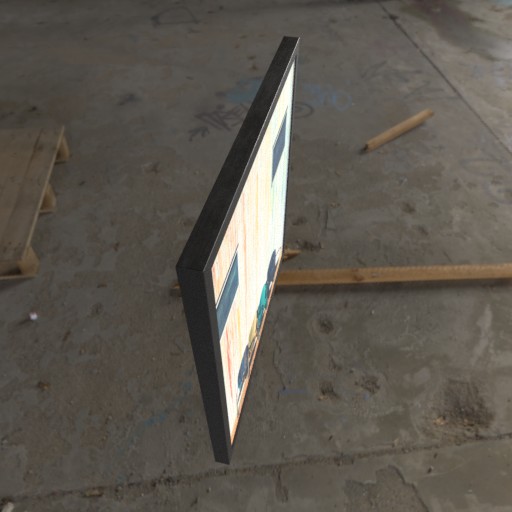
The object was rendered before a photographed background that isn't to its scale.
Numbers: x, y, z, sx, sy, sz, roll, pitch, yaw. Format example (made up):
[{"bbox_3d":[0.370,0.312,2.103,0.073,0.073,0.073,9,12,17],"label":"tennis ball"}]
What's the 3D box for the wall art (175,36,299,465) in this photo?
[{"bbox_3d":[0.000,0.000,1.105,0.039,0.763,0.763,10,48,9],"label":"wall art"}]
